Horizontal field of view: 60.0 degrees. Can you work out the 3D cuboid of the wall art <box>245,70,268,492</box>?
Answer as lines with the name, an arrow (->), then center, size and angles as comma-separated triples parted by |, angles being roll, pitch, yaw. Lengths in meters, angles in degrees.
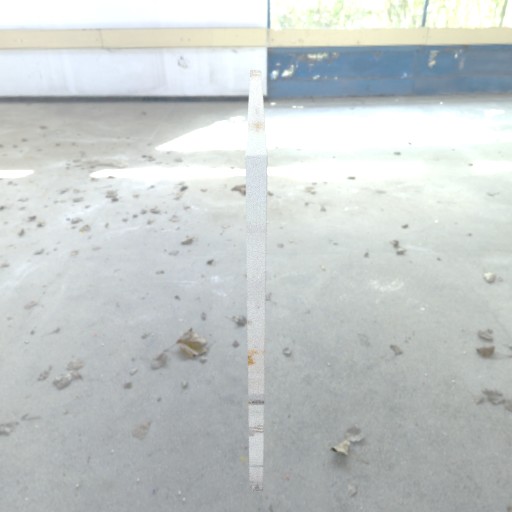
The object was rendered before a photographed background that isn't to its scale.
wall art -> 0.000, 0.000, 1.484 | 0.040, 1.018, 1.015 | 0, 31, 0
